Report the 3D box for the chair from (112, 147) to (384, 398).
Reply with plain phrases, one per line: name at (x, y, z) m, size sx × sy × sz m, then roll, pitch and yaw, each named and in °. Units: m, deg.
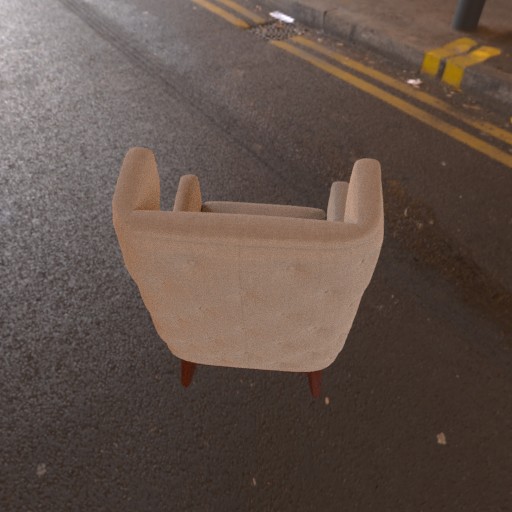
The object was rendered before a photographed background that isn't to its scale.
chair at (0.000, 0.000, 1.704) m, size 0.778 × 1.079 × 0.899 m, roll 4°, pitch 46°, yaw 4°
